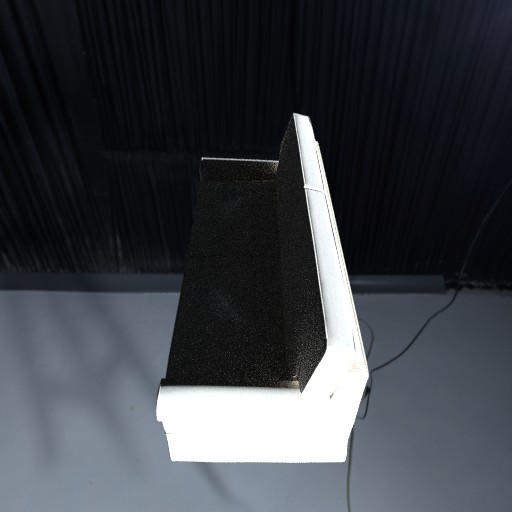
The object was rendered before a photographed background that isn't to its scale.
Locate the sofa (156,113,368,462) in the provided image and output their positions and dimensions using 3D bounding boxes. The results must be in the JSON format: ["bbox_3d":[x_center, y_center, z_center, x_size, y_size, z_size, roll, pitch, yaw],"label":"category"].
[{"bbox_3d":[0.000,0.000,2.545,0.862,0.937,2.021,0,41,0],"label":"sofa"}]
